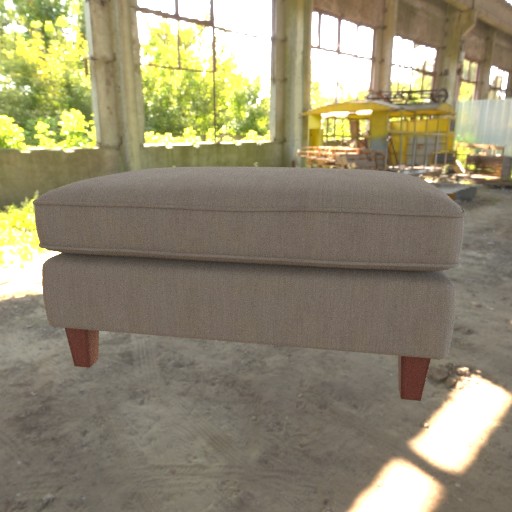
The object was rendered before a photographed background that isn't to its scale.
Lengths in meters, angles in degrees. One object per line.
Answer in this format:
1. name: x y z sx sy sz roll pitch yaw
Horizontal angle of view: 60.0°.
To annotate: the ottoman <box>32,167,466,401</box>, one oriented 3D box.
1. ottoman: 0.000 0.000 1.239 0.941 0.480 0.636 3 15 10
